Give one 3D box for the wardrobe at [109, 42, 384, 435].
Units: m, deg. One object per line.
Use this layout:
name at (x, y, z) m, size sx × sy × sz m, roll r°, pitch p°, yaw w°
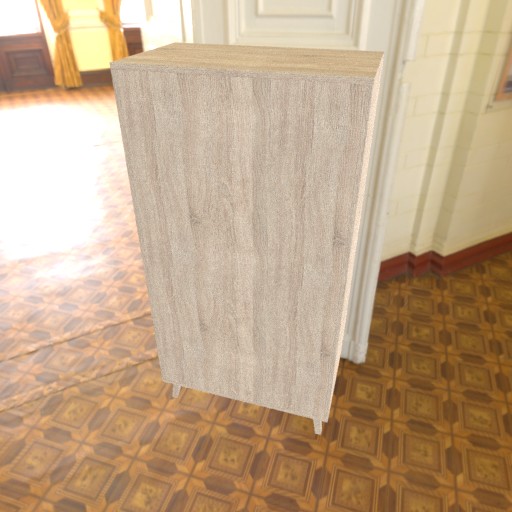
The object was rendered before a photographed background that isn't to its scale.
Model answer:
wardrobe at (0.000, 0.000, 2.358) m, size 1.000 × 1.960 × 0.600 m, roll 9°, pitch 34°, yaw 14°
